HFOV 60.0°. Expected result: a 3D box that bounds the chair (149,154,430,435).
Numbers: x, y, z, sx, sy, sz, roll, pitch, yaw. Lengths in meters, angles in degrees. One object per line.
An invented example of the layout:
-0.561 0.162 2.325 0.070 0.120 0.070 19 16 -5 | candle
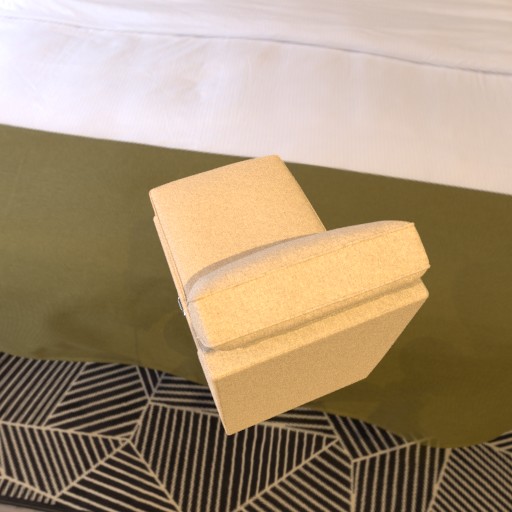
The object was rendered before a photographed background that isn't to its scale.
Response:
0.000 0.000 1.733 0.674 1.058 1.020 -19 60 -11 | chair
